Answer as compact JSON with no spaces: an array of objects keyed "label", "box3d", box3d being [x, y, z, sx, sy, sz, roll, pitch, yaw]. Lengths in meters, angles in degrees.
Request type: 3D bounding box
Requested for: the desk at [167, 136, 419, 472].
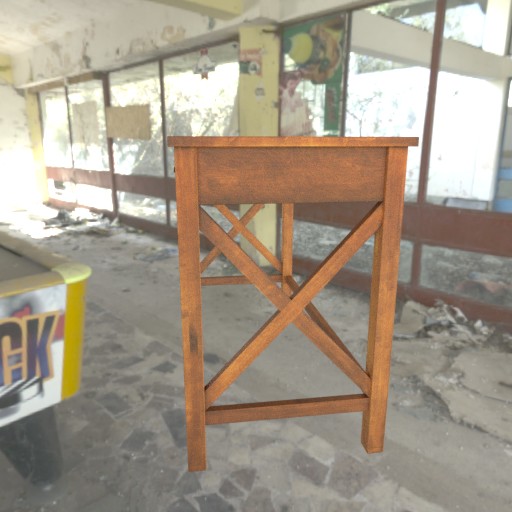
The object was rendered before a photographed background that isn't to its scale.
[{"label":"desk","box3d":[0.000,0.000,1.495,0.508,0.762,1.117,-2,14,-8]}]
